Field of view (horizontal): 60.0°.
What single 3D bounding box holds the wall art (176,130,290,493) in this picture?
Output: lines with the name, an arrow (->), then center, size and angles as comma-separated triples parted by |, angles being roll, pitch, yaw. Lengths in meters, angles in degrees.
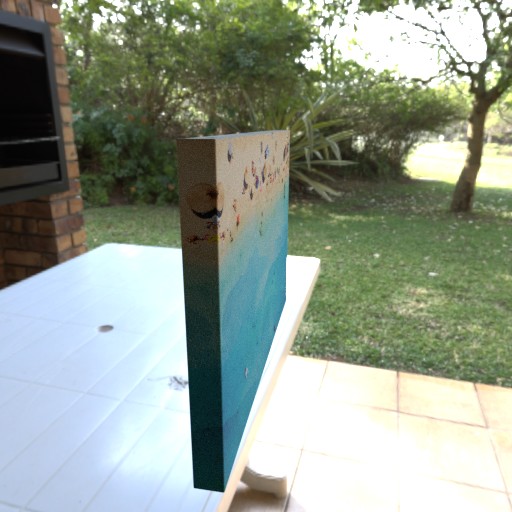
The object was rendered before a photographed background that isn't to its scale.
wall art -> 0.000, 0.000, 1.110 | 0.057, 0.595, 0.894 | 3, 17, 10
